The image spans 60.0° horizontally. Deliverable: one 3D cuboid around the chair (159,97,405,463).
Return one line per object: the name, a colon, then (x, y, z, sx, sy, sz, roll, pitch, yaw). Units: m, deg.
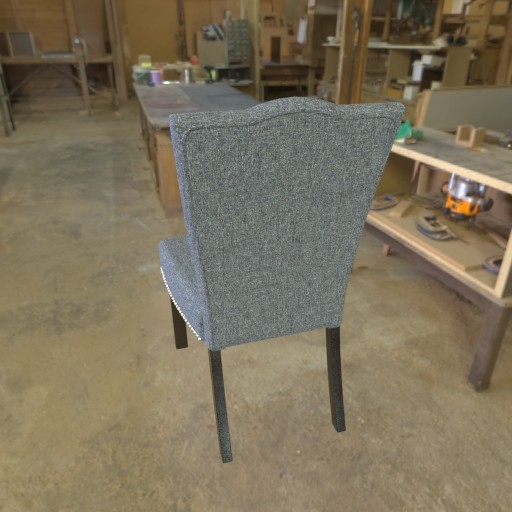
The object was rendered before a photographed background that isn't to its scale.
chair: (0.000, 0.000, 1.293, 0.518, 0.946, 0.589, -8, 28, -15)
